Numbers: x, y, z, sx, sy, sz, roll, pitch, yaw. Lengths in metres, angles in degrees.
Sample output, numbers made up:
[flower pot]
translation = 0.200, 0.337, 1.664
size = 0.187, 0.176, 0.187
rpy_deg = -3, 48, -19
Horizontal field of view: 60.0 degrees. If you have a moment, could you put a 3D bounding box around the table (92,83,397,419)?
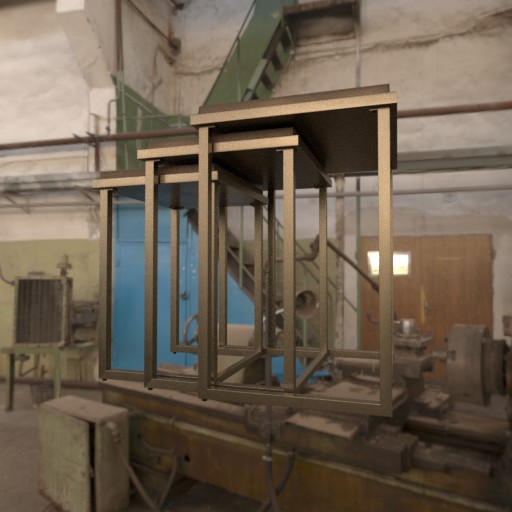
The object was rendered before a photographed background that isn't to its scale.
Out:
[table]
translation = 0.000, 0.000, 1.156
size = 0.706, 0.610, 0.559
rpy_deg = -1, -2, 18
